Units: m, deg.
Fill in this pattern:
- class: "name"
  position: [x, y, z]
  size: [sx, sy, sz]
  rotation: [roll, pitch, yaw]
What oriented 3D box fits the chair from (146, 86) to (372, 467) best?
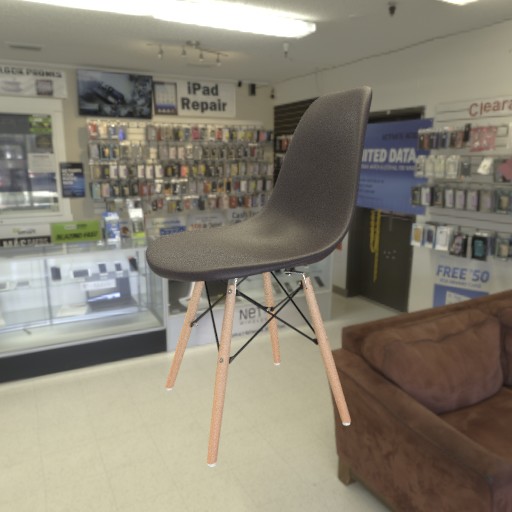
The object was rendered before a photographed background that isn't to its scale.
- class: "chair"
  position: [0.000, 0.000, 1.120]
  size: [0.533, 0.825, 0.470]
  rotation: [-6, 14, -25]
